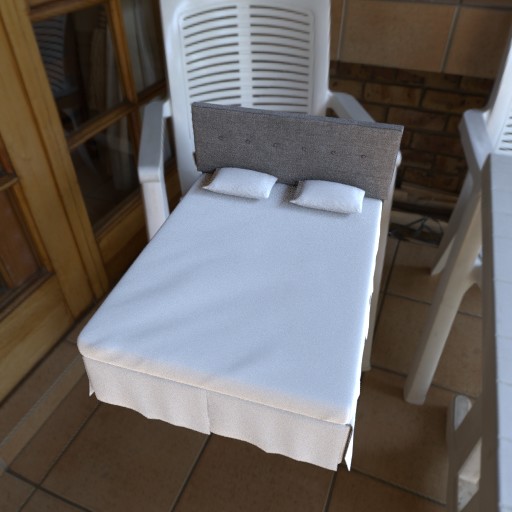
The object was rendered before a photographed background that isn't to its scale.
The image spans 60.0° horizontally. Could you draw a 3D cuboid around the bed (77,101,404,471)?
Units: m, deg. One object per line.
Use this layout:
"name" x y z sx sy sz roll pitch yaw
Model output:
"bed" 0.000 0.000 2.920 1.621 1.168 1.958 11 41 12
